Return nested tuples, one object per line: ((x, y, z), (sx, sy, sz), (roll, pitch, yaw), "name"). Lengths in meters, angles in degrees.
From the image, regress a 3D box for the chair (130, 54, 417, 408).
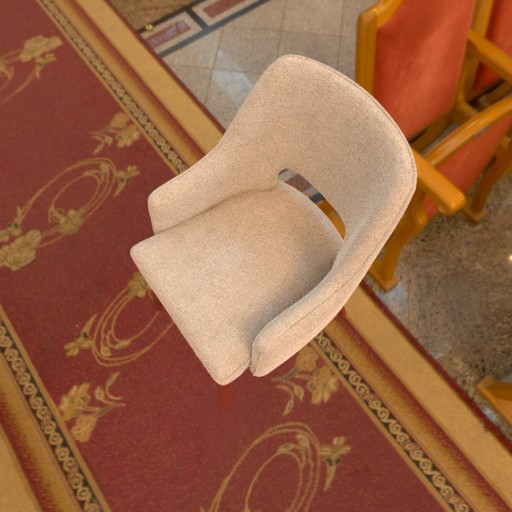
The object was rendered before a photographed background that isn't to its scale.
((0.000, 0.000, 1.230), (0.605, 0.849, 0.548), (-33, 69, -15), "chair")
